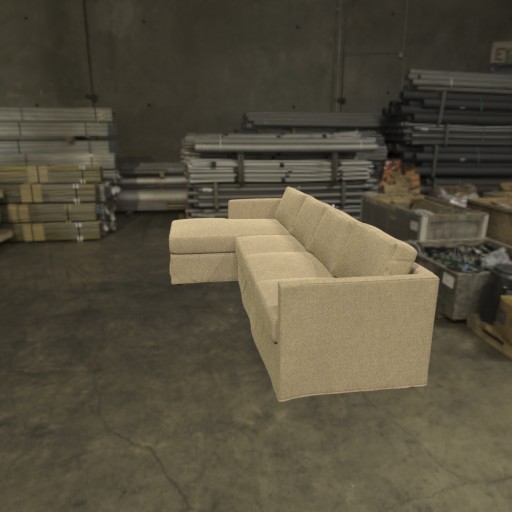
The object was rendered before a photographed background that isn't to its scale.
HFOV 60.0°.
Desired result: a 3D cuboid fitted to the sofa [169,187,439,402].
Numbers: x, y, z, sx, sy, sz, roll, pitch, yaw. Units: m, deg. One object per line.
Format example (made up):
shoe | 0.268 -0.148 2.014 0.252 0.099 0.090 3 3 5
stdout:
sofa | 0.000 0.000 3.966 1.638 0.920 3.198 -2 16 -8
